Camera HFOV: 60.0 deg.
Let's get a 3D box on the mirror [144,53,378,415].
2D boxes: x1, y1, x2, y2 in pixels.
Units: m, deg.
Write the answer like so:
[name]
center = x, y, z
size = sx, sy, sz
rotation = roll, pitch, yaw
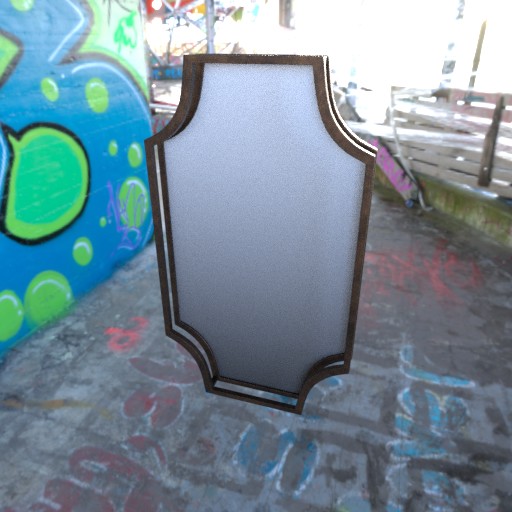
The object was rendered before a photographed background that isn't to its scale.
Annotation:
[mirror]
center = 0.000, 0.000, 0.981
size = 0.462, 0.811, 0.066
rotation = 8, 28, 16
